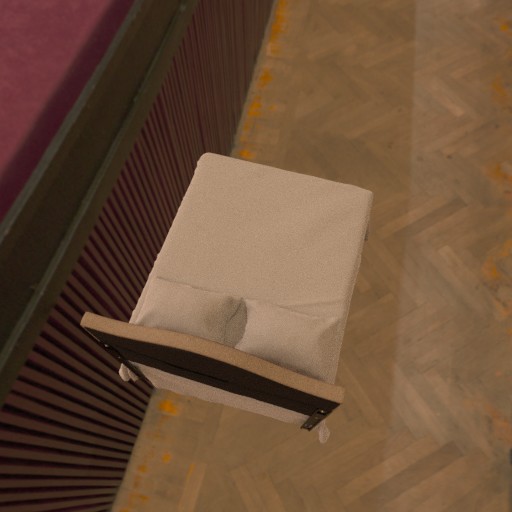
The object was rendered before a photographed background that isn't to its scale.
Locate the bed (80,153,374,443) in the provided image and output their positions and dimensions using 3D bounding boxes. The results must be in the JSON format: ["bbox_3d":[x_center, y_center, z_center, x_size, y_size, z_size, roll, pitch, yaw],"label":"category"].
[{"bbox_3d":[0.000,0.000,3.511,1.876,1.645,2.221,15,64,7],"label":"bed"}]
